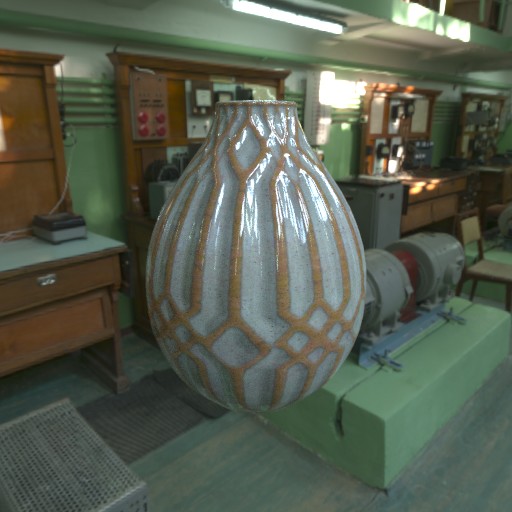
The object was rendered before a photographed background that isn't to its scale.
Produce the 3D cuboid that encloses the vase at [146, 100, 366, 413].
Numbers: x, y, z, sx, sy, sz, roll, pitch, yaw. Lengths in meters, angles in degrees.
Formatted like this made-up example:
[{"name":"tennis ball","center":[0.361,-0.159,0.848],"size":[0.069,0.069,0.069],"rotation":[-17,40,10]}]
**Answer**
[{"name":"vase","center":[0.000,0.000,0.266],"size":[0.131,0.175,0.131],"rotation":[0,17,0]}]
